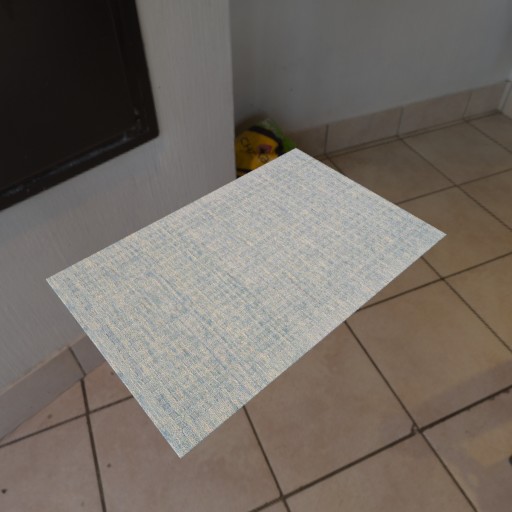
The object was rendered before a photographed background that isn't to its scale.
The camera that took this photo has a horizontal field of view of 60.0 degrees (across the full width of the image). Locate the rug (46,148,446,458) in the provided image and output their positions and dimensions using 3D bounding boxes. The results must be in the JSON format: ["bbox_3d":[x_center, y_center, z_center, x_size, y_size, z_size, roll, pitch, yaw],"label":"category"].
[{"bbox_3d":[0.000,0.000,2.294,1.752,0.006,1.142,-33,54,-28],"label":"rug"}]
